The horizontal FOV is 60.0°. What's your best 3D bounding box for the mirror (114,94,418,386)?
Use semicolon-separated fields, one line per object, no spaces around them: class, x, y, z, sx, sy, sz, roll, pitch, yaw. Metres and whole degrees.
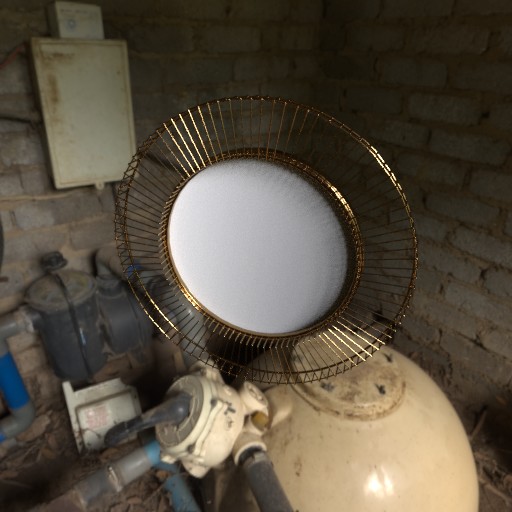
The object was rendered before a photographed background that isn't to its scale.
mirror;0.000;0.000;1.026;0.703;0.703;0.067;7;27;15
